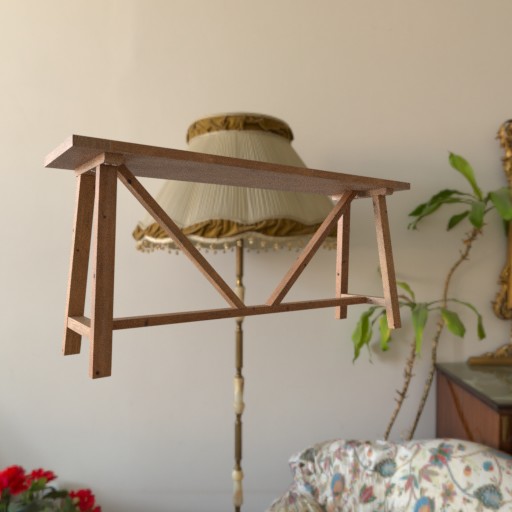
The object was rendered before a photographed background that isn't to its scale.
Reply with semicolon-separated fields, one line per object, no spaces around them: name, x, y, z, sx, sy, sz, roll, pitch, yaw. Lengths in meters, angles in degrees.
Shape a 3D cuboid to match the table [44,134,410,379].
table;0.000;0.000;2.155;1.800;0.810;0.465;-1;1;-36
